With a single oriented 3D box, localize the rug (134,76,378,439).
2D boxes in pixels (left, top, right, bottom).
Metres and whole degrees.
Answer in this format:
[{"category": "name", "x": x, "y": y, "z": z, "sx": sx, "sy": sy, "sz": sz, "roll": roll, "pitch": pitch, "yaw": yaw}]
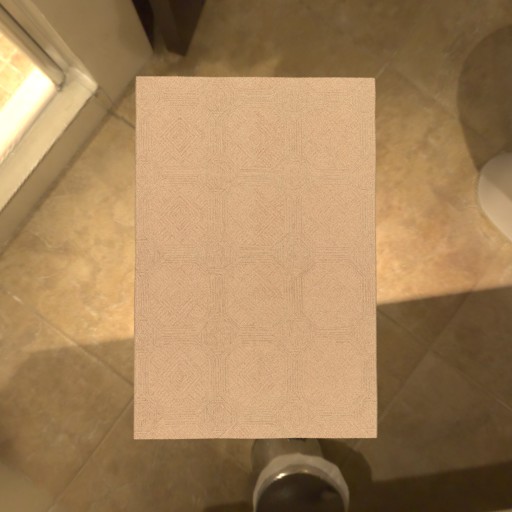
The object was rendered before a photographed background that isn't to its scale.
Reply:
[{"category": "rug", "x": 0.000, "y": 0.000, "z": 2.253, "sx": 1.236, "sy": 0.009, "sz": 1.839, "roll": 0, "pitch": 89, "yaw": -1}]
